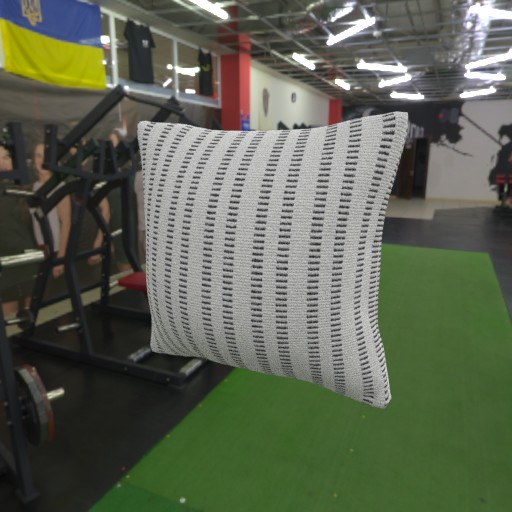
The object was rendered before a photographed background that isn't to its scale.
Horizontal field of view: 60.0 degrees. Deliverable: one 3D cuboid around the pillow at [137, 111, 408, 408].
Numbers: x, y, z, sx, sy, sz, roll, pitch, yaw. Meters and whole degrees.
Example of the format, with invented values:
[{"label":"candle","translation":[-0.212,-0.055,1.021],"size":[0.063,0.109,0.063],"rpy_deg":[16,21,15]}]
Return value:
[{"label":"pillow","translation":[0.000,0.000,0.697],"size":[0.438,0.419,0.247],"rpy_deg":[7,15,25]}]
